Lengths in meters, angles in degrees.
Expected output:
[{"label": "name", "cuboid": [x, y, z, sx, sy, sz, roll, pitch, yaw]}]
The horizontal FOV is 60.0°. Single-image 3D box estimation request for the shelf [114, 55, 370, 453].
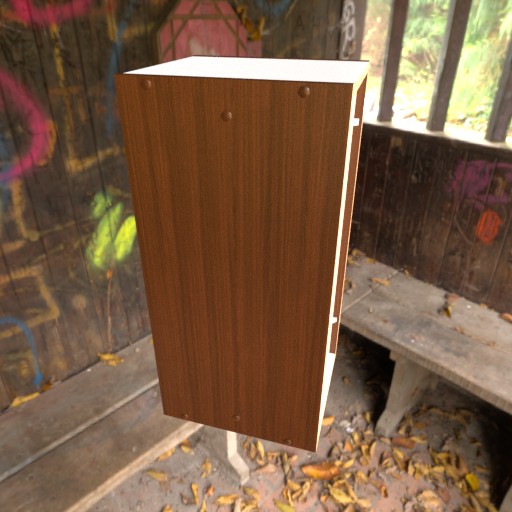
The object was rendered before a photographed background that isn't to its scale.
[{"label": "shelf", "cuboid": [0.000, 0.000, 0.759, 0.290, 0.600, 0.253, 8, 31, 14]}]
